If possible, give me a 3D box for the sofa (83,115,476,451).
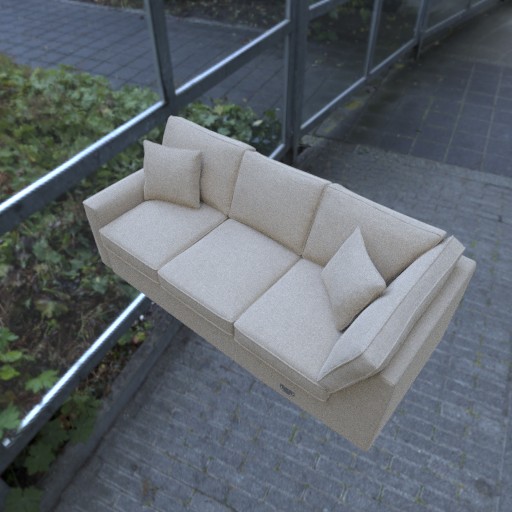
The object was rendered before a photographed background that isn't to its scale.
[{"bbox_3d":[0.000,0.000,2.863,2.317,0.962,1.061,30,51,27],"label":"sofa"}]
